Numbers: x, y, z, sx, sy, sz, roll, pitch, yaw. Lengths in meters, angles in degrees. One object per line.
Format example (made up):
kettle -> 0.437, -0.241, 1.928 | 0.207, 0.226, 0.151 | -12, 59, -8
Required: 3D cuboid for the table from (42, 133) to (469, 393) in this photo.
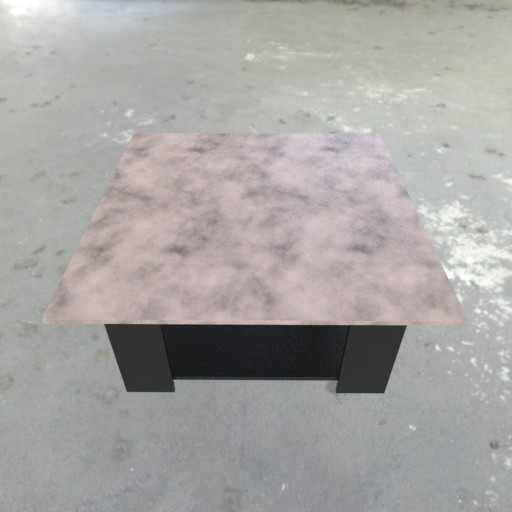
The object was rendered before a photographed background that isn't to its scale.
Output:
table -> 0.000, 0.000, 1.048 | 0.670, 0.305, 0.670 | 0, 40, 0
